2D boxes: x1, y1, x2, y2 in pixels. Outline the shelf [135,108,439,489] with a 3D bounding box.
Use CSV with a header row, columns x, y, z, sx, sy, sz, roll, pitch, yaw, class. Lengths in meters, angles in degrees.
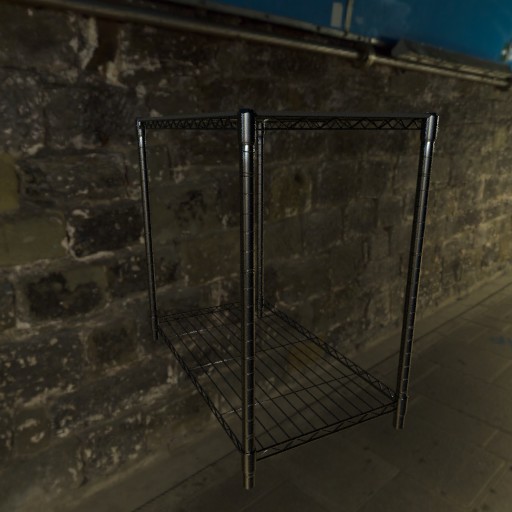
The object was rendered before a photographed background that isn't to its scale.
x,y,z,sx,sy,sz,roll,pitch,yaw,class
0.000,0.000,0.932,0.338,0.564,0.589,-8,18,-26,shelf
